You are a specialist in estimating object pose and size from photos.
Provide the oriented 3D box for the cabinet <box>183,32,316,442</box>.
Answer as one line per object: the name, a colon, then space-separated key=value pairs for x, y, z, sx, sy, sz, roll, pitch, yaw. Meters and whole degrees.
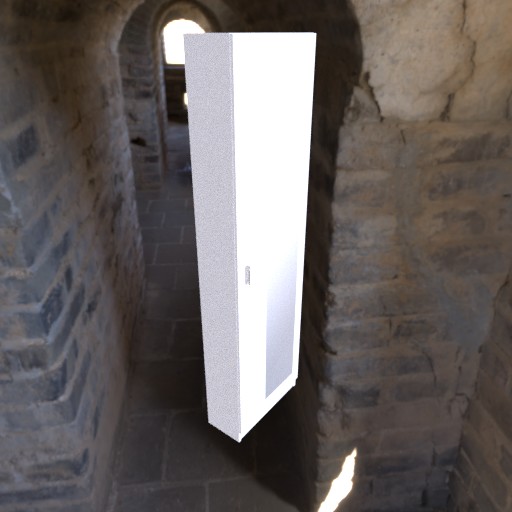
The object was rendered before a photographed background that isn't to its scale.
cabinet: x=0.000 y=0.000 z=1.991 sx=0.230 sy=1.790 sz=0.500 roll=19 pitch=33 yaw=33
